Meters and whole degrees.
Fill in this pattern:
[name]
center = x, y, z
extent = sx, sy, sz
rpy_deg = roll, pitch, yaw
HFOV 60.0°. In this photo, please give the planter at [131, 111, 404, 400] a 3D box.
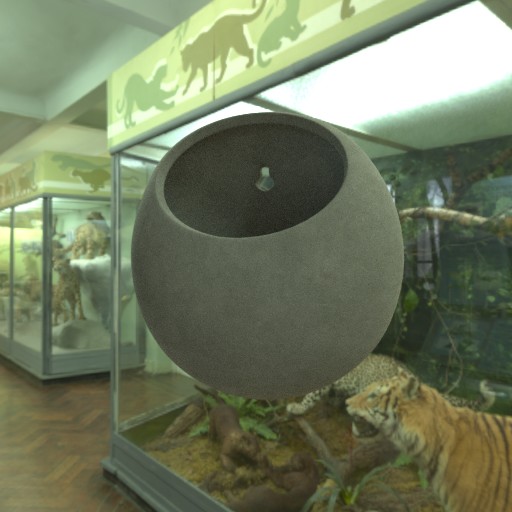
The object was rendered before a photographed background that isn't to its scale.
[planter]
center = 0.000, 0.000, 0.292
extent = 0.185, 0.188, 0.071
rpy_deg = 0, 0, 17
